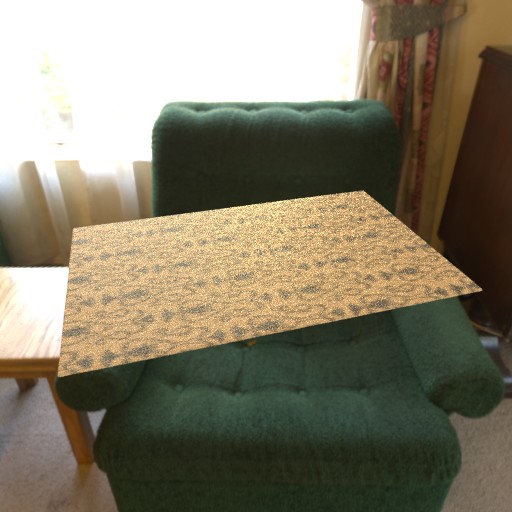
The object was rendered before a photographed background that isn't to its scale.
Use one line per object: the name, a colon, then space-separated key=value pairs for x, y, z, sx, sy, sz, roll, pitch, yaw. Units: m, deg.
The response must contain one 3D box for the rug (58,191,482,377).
rug: x=0.000 y=0.000 z=2.052 sx=1.652 sy=0.006 sz=1.035 roll=-9 pitch=34 yaw=-14
